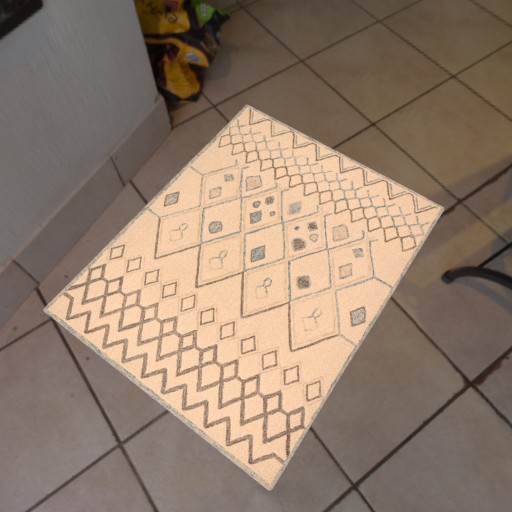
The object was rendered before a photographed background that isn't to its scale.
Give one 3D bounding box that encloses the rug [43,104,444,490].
[{"bbox_3d":[0.000,0.000,4.156,2.441,0.013,3.056,32,67,16],"label":"rug"}]
